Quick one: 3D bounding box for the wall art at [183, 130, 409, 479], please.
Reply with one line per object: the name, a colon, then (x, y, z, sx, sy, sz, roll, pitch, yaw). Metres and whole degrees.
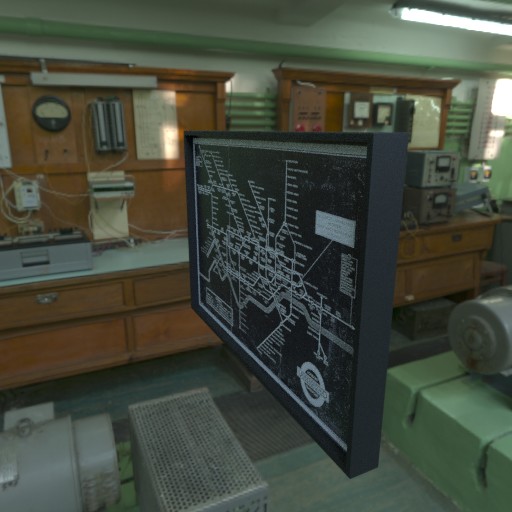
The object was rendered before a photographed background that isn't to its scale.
wall art: (0.000, 0.000, 0.841, 0.051, 0.456, 0.671, -8, 18, -26)
